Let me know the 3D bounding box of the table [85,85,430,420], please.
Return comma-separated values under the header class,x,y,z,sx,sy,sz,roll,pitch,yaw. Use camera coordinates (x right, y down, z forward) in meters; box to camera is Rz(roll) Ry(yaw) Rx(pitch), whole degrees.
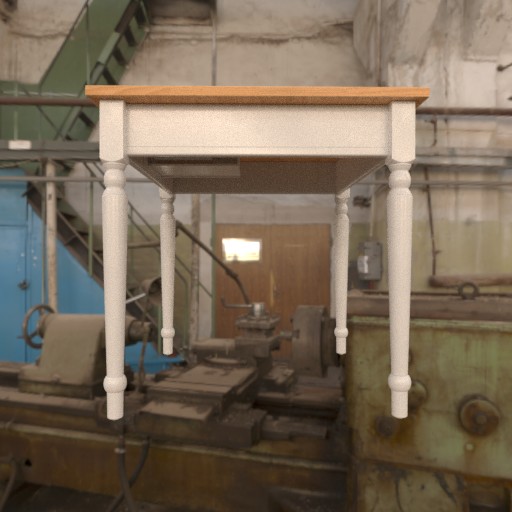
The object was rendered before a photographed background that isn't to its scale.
class,x,y,z,sx,sy,sz,roll,pitch,yaw
table,0.000,0.000,1.334,0.747,0.738,0.747,0,0,-1
